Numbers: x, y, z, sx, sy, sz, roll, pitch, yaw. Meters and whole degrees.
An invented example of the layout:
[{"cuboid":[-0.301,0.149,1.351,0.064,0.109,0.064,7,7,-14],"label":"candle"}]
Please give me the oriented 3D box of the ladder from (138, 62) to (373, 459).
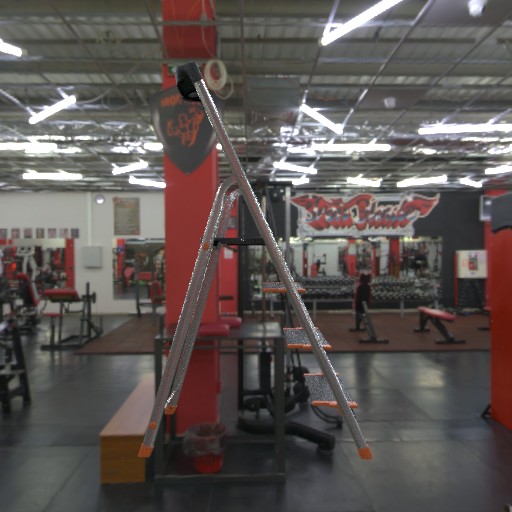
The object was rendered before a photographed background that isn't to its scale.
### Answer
[{"cuboid":[0.000,0.000,1.787,0.834,1.429,0.452,0,0,1],"label":"ladder"}]
